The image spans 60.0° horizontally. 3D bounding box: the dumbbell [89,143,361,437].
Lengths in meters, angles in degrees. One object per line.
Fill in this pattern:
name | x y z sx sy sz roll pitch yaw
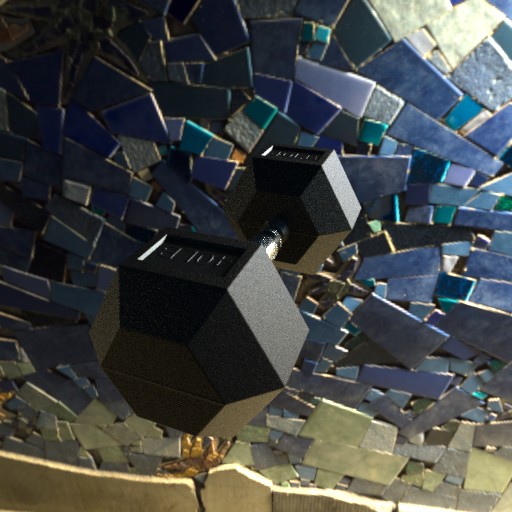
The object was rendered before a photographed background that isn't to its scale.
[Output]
dumbbell | 0.000 0.000 0.439 0.157 0.137 0.361 11 32 18
